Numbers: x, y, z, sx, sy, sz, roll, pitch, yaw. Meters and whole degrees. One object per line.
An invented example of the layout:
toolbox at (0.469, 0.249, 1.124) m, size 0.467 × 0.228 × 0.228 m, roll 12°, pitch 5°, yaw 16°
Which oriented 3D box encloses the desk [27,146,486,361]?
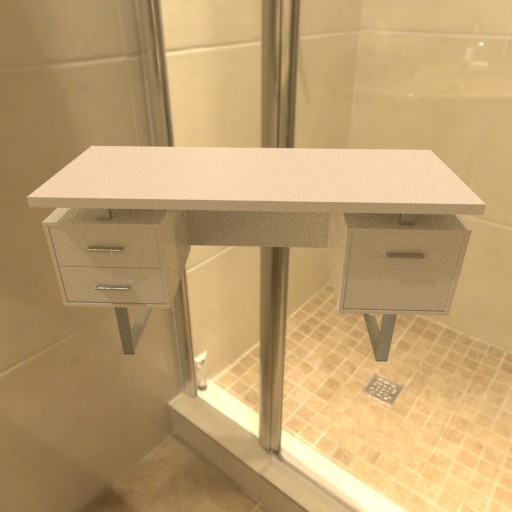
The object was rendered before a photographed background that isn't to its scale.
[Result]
desk at (0.000, 0.000, 1.924) m, size 1.530 × 0.773 × 0.603 m, roll 1°, pitch 30°, yaw 2°
